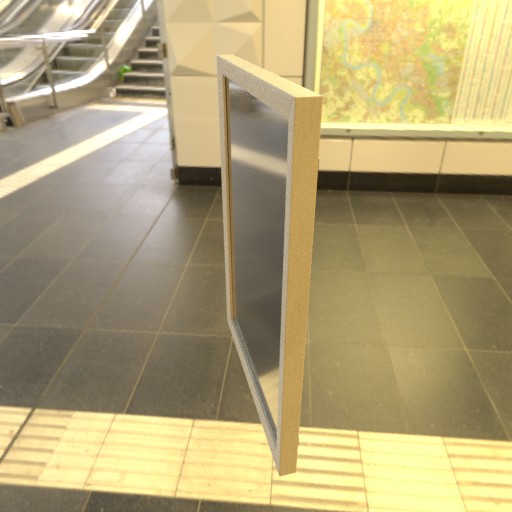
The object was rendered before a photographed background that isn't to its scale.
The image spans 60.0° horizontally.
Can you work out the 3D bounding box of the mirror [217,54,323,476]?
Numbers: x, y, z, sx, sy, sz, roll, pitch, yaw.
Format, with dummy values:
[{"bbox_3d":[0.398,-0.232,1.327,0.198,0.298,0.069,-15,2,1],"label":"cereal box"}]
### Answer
[{"bbox_3d":[0.000,0.000,0.909,0.040,0.710,0.507,-7,31,-13],"label":"mirror"}]
